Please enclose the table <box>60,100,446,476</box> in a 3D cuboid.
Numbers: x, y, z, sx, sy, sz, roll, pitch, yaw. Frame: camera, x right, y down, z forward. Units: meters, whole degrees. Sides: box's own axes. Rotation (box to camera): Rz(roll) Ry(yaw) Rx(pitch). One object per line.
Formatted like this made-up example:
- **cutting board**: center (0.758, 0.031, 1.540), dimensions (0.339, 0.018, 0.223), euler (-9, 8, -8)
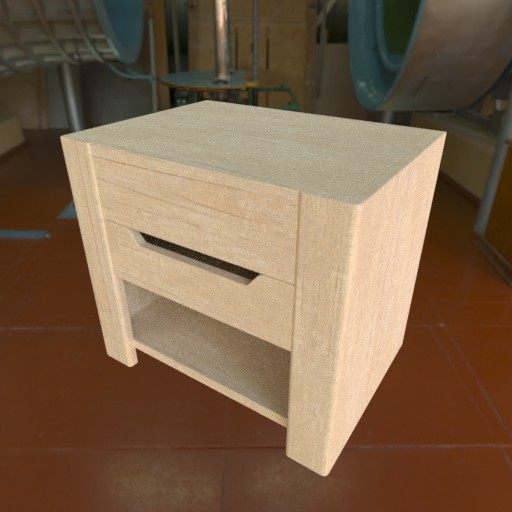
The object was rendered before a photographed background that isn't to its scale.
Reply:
- **table**: center (0.000, 0.000, 0.931), dimensions (0.570, 0.510, 0.420), euler (18, 34, 29)
